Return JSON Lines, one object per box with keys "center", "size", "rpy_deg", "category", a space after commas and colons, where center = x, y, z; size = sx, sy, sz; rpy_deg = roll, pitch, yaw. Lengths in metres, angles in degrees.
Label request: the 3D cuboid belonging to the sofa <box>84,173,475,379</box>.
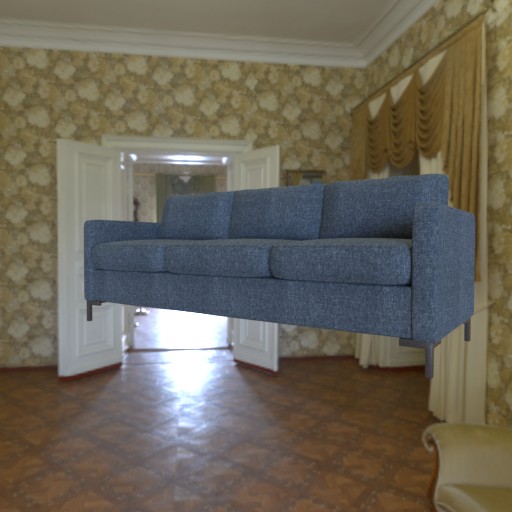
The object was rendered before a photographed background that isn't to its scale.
{"center": [0.000, 0.000, 2.611], "size": [2.218, 0.874, 0.859], "rpy_deg": [1, 2, 35], "category": "sofa"}
